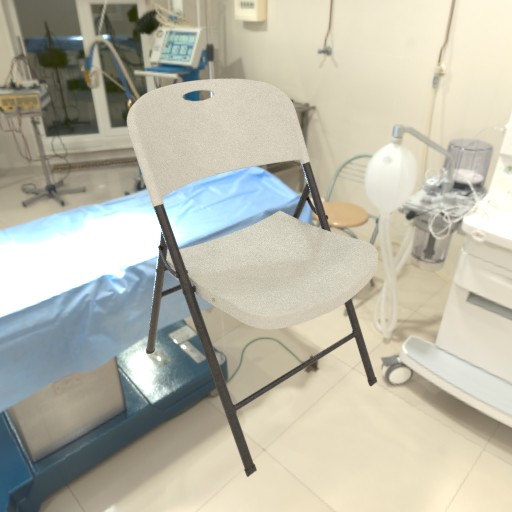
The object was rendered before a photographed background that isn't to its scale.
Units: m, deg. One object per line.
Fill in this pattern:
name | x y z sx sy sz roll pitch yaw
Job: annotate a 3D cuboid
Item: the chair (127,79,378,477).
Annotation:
chair | 0.000 0.000 1.183 0.494 0.810 0.566 -22 38 -32
